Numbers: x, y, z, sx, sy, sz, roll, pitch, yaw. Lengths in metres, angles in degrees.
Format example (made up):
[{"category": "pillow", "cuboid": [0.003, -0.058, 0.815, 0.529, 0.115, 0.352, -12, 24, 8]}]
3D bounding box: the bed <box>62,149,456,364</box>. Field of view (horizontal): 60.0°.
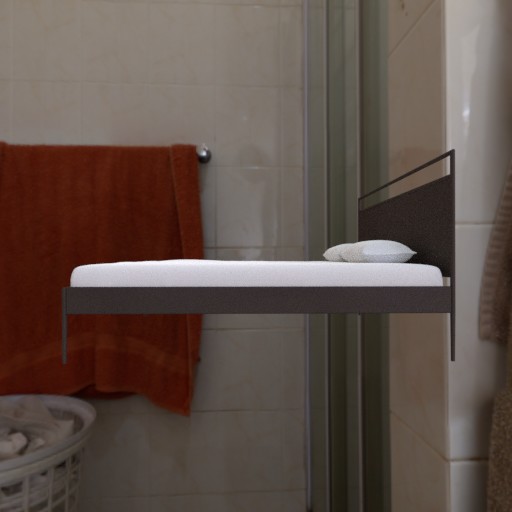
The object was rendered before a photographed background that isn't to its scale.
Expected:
[{"category": "bed", "cuboid": [0.000, 0.000, 3.409, 2.151, 1.173, 1.993, 0, 0, -2]}]
